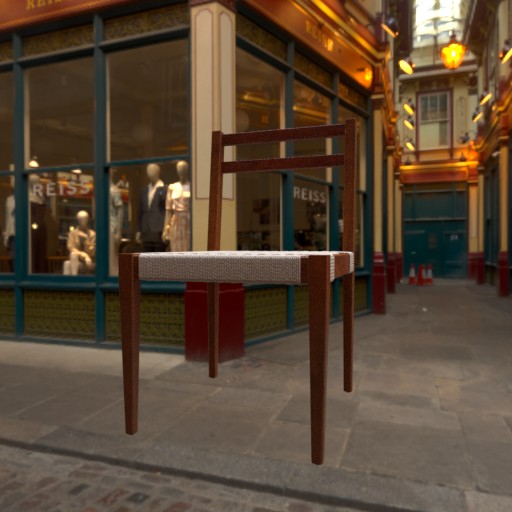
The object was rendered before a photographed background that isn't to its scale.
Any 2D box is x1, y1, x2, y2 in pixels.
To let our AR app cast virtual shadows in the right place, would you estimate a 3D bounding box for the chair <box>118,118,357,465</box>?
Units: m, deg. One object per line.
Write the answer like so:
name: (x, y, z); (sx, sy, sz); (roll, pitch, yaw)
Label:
chair: (0.000, 0.000, 1.234); (0.495, 0.851, 0.569); (0, 1, 19)
